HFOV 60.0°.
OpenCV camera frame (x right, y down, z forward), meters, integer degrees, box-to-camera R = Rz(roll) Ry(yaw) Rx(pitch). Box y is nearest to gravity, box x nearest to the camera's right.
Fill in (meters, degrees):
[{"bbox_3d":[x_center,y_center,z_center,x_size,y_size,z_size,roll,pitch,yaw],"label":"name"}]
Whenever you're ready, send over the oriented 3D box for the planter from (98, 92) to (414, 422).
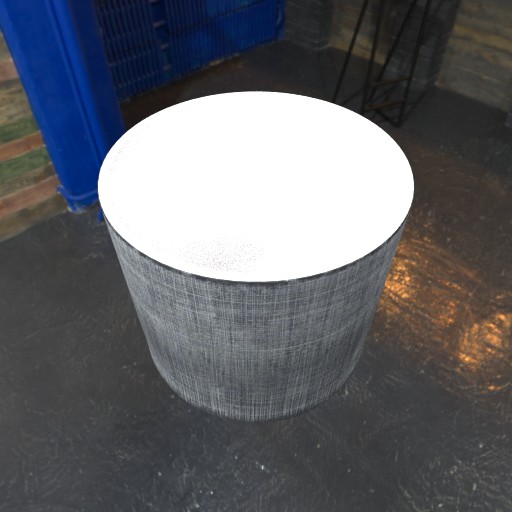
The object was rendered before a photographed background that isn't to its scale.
[{"bbox_3d":[0.000,0.000,0.446,0.254,0.221,0.254,0,47,0],"label":"planter"}]
